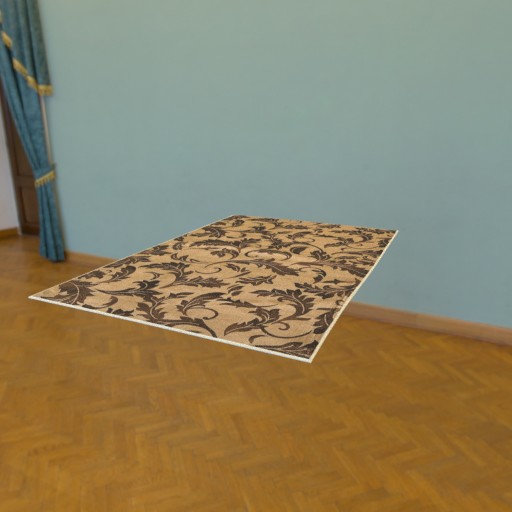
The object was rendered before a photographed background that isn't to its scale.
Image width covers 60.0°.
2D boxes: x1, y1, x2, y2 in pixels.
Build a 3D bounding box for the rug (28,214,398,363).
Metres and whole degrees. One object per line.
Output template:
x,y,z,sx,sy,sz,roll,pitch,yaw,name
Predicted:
0.000,0.000,2.948,1.522,0.008,2.284,8,19,24,rug
